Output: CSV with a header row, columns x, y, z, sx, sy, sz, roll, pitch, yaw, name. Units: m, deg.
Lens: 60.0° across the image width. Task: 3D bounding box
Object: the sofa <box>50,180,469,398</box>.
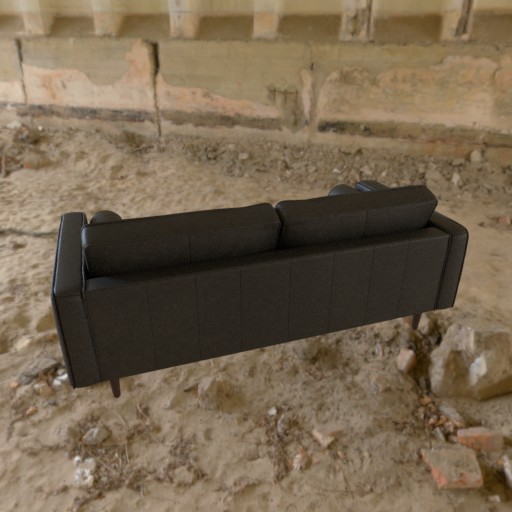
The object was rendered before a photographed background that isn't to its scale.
x,y,z,sx,sy,sz,roll,pitch,yaw,name
0.000,0.000,2.294,1.879,0.770,0.921,-9,28,-17,sofa
